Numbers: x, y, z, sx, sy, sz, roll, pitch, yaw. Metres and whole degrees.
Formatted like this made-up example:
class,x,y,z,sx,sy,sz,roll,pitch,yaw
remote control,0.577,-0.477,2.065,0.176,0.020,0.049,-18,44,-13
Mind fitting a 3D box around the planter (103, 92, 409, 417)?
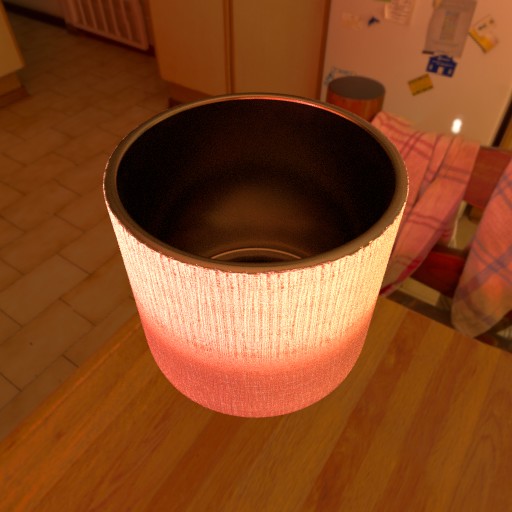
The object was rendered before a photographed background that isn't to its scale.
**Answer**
class,x,y,z,sx,sy,sz,roll,pitch,yaw
planter,0.000,0.000,0.394,0.221,0.201,0.221,0,47,0
